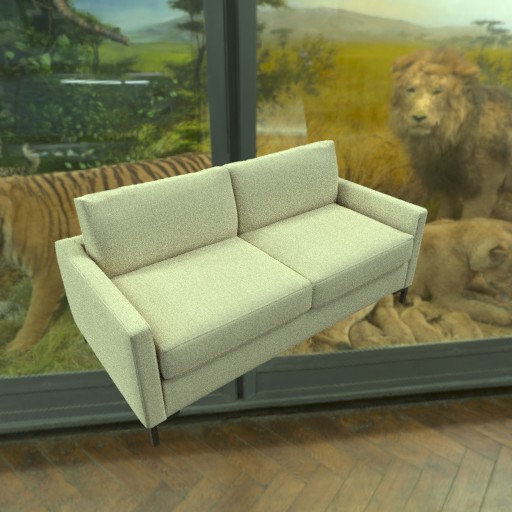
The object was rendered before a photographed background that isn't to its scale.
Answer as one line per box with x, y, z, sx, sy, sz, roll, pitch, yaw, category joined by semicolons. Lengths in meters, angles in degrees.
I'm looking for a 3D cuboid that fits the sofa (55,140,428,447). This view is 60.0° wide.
0.000;0.000;2.184;1.651;0.812;0.839;-21;36;-32;sofa
